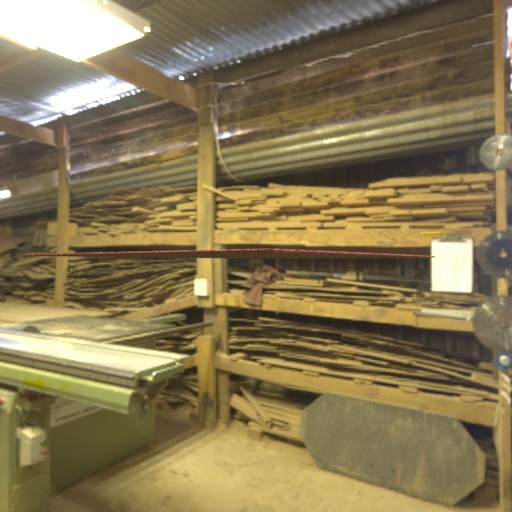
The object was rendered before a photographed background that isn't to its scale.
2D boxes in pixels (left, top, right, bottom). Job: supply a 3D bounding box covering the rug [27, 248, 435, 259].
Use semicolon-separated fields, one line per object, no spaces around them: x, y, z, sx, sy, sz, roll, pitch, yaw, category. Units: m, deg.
0.000;0.000;4.147;2.441;0.016;3.050;-1;-1;36;rug
